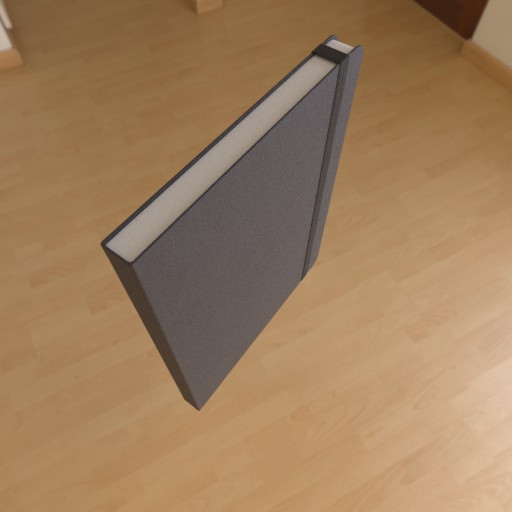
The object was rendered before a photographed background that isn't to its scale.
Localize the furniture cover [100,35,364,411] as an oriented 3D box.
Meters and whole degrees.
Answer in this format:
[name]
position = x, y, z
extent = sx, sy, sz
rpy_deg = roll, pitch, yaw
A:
[furniture cover]
position = 0.000, 0.000, 0.366
extent = 0.023, 0.281, 0.216
rpy_deg = 32, 63, 18
